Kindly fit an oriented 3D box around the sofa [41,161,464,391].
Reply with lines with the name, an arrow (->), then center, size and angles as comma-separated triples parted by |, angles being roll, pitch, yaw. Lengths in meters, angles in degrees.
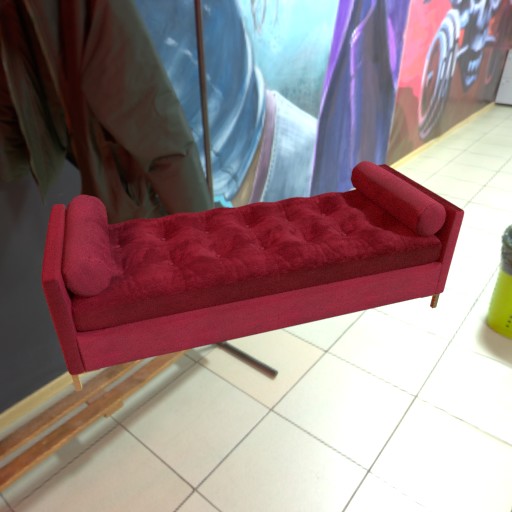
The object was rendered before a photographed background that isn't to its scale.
sofa -> 0.000, 0.000, 2.517 | 2.102, 0.705, 0.796 | -10, 33, -16
